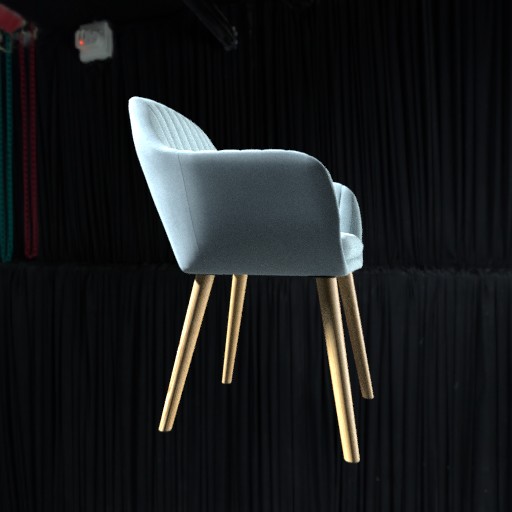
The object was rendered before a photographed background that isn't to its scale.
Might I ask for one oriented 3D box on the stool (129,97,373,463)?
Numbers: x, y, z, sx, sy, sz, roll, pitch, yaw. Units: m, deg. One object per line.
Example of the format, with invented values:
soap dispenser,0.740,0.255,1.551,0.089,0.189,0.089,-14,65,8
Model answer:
stool,0.000,0.000,1.189,0.590,0.830,0.503,1,2,19
